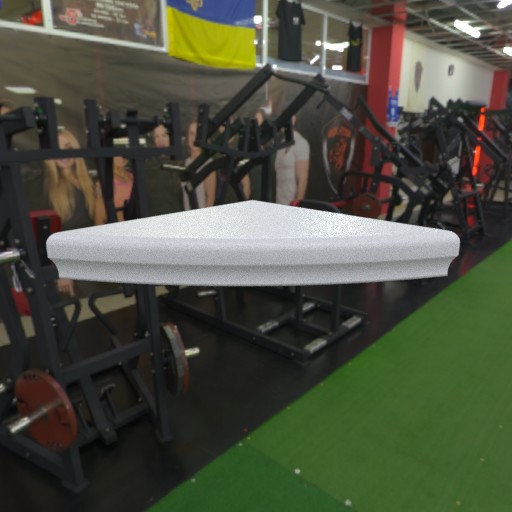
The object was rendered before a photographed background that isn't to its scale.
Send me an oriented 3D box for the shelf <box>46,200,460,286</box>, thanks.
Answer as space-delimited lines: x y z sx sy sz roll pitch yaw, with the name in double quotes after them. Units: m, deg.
0.000 0.000 0.472 0.310 0.050 0.310 15 22 41 "shelf"
